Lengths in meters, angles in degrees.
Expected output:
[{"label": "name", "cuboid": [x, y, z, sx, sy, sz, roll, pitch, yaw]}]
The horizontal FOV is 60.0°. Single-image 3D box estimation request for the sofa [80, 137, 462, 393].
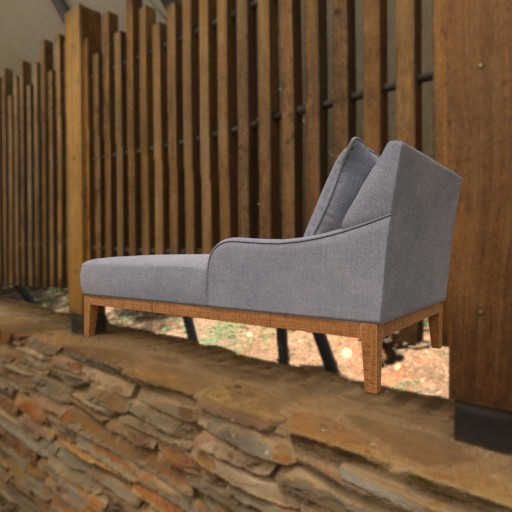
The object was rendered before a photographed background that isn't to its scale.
[{"label": "sofa", "cuboid": [0.000, 0.000, 2.271, 1.779, 0.883, 0.904, 1, 1, 36]}]
